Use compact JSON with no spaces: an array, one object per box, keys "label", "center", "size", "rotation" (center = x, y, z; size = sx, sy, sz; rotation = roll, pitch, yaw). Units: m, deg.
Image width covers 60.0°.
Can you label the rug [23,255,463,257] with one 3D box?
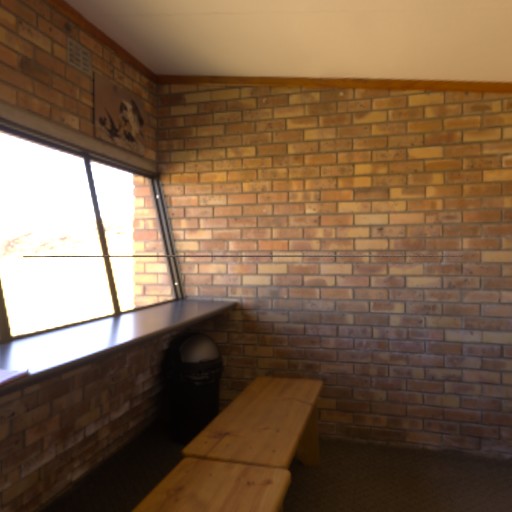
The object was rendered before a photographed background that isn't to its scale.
[{"label":"rug","center":[0.000,0.000,2.536],"size":[2.275,0.009,0.684],"rotation":[0,0,-16]}]
